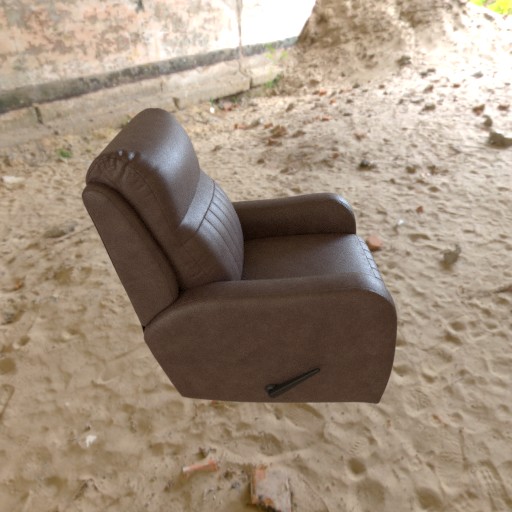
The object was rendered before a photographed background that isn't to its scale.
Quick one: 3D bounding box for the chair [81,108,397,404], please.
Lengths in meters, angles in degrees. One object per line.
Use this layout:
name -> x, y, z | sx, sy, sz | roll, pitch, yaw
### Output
chair -> 0.000, 0.000, 1.822 | 1.067, 1.067, 0.865 | 0, 32, 0
